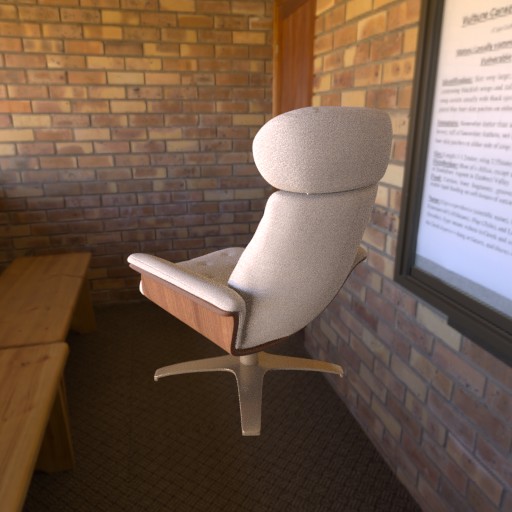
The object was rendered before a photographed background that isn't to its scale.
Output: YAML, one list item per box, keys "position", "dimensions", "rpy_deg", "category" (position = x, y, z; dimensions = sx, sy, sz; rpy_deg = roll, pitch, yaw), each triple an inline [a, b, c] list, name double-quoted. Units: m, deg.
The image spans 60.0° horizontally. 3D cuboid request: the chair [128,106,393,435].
- position: [0.000, 0.000, 1.574]
  dimensions: [0.837, 0.995, 0.785]
  rpy_deg: [16, 23, 41]
  category: "chair"
